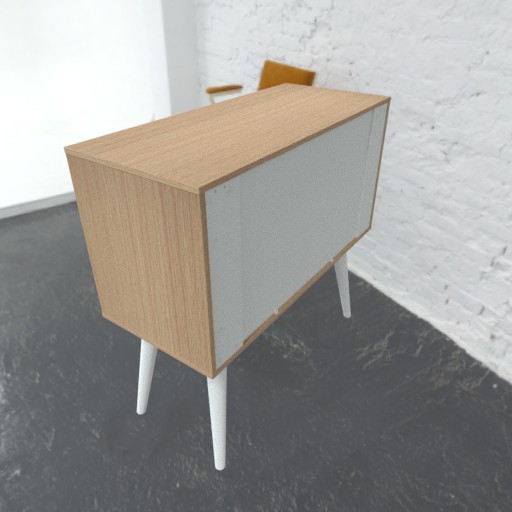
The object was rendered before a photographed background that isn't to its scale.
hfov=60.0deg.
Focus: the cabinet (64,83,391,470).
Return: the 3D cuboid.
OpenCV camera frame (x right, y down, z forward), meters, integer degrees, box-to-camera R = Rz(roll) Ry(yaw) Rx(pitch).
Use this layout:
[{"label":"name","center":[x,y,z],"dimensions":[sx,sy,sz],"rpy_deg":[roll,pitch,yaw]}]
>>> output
[{"label":"cabinet","center":[0.000,0.000,1.646],"dimensions":[0.470,1.016,1.057],"rpy_deg":[20,37,30]}]
